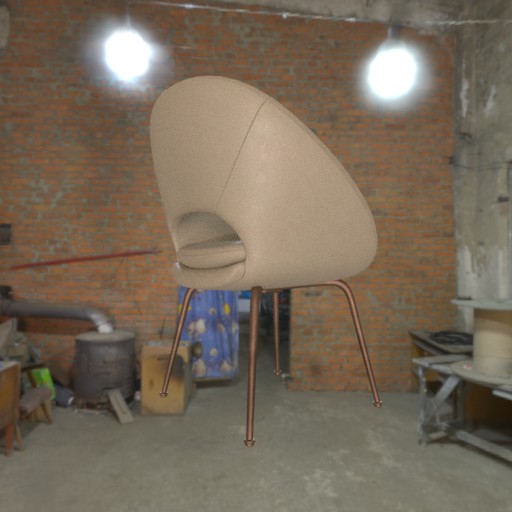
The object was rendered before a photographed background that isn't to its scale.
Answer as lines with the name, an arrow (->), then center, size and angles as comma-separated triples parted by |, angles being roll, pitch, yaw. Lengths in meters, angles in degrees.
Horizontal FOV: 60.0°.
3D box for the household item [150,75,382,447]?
household item -> 0.000, 0.000, 1.273 | 0.573, 0.852, 0.623 | 1, -1, -37
